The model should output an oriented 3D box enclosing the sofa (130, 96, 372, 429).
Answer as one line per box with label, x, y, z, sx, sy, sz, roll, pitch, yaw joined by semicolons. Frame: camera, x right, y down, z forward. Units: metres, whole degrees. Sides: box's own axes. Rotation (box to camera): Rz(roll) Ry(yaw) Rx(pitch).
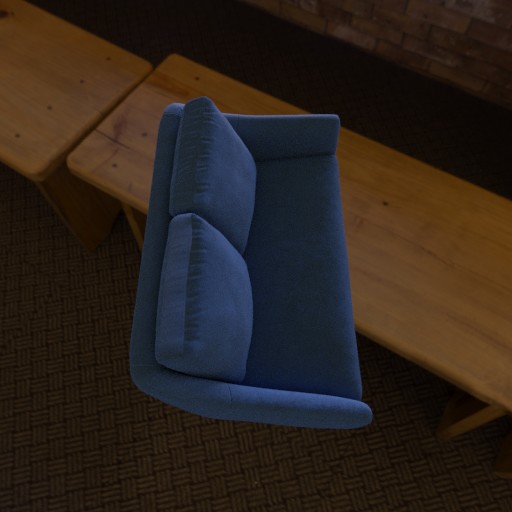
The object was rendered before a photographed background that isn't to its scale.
sofa;0.000;0.000;2.229;0.960;0.902;1.619;0;63;0
